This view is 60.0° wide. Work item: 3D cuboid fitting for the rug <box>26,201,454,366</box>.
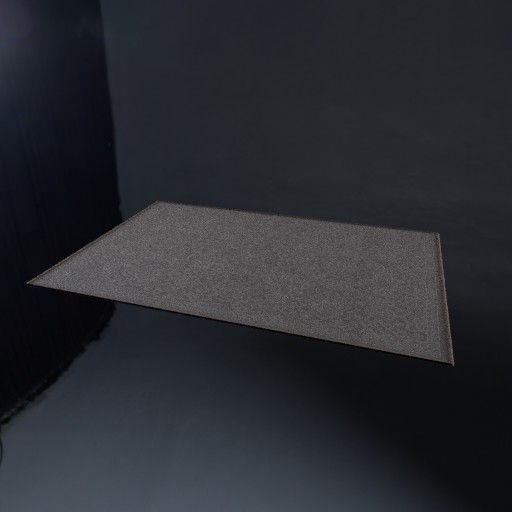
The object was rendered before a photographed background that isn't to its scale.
[{"bbox_3d":[0.000,0.000,2.872,2.286,0.011,1.524,8,27,16],"label":"rug"}]
